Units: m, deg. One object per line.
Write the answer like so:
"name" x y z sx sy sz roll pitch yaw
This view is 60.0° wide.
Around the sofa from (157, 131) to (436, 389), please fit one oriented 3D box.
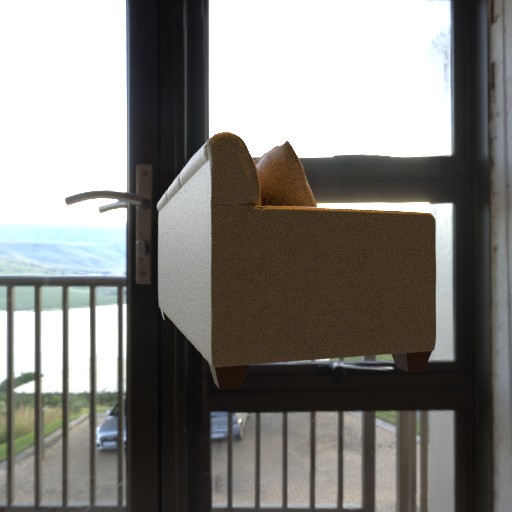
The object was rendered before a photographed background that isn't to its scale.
"sofa" 0.000 0.000 2.639 0.997 0.958 2.024 0 0 -18
